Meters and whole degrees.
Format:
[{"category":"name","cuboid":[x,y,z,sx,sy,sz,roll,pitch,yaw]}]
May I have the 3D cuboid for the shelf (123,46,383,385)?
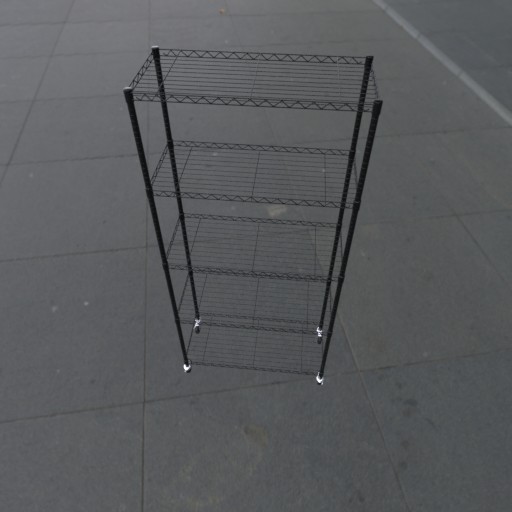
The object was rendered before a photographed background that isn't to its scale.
[{"category":"shelf","cuboid":[0.000,0.000,1.963,0.762,1.645,0.356,4,46,4]}]
